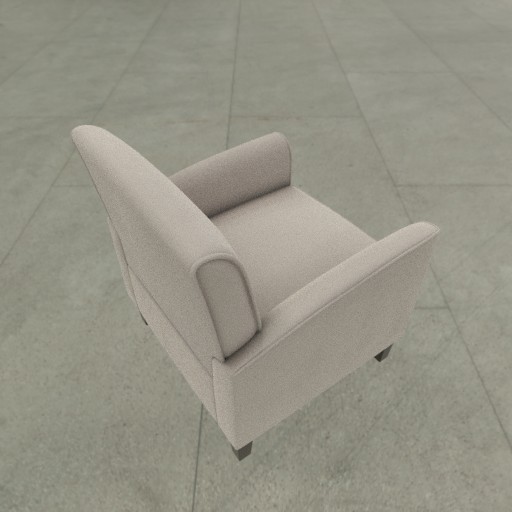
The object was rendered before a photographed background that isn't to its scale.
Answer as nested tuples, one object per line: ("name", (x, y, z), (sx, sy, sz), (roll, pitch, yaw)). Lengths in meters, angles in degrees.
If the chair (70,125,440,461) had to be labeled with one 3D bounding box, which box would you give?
("chair", (0.000, 0.000, 1.524), (0.820, 0.915, 0.820), (-25, 47, -26))
